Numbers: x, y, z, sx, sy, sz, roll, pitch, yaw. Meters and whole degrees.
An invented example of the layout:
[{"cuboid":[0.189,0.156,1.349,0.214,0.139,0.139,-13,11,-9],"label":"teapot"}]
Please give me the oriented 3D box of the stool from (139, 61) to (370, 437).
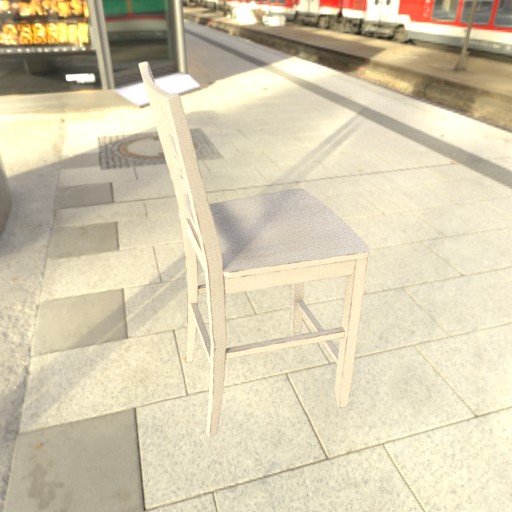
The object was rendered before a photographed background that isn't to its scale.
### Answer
[{"cuboid":[0.000,0.000,1.373,0.539,1.079,0.462,-10,33,-16],"label":"stool"}]
